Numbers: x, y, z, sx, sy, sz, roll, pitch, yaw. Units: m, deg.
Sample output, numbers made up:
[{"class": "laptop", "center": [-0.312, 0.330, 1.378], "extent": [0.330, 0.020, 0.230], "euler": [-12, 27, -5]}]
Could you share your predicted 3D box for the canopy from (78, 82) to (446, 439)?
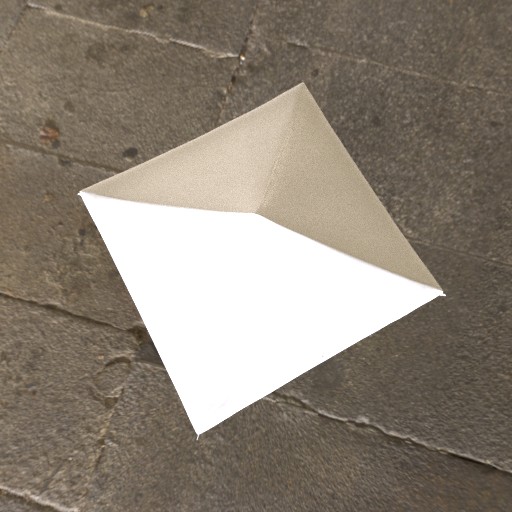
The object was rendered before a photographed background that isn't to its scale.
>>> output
[{"class": "canopy", "center": [0.000, 0.000, 5.444], "extent": [2.994, 2.998, 2.996], "euler": [-28, 77, -7]}]
